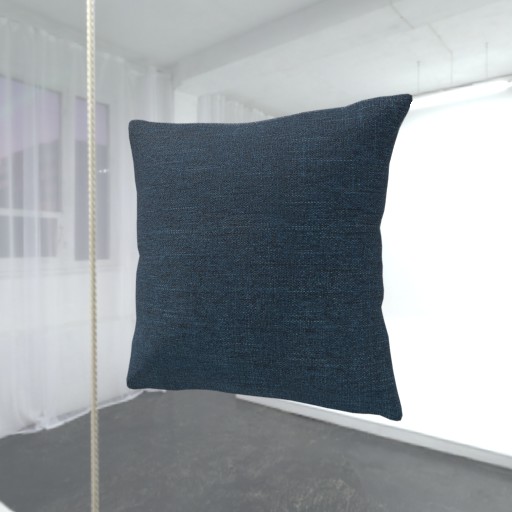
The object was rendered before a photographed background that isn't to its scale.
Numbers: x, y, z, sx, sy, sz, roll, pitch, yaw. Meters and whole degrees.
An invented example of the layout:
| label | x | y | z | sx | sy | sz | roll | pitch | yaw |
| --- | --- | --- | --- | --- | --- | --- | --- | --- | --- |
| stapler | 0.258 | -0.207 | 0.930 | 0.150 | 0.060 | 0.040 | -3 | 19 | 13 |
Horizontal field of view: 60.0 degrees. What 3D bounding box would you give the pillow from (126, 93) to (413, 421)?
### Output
| label | x | y | z | sx | sy | sz | roll | pitch | yaw |
| --- | --- | --- | --- | --- | --- | --- | --- | --- | --- |
| pillow | 0.000 | 0.000 | 0.655 | 0.435 | 0.435 | 0.159 | 0 | 0 | 18 |
